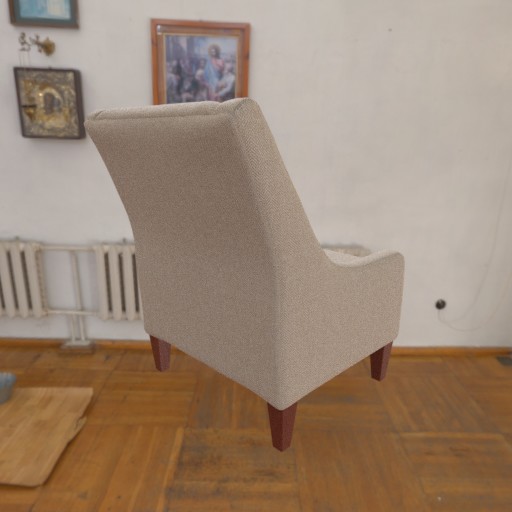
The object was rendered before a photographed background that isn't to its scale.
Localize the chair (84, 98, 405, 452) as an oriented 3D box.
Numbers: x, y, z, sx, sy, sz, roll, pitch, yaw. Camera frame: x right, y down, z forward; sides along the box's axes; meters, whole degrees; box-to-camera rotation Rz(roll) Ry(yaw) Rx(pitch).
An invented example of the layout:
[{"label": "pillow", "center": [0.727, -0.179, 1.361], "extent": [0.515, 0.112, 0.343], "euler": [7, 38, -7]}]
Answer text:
[{"label": "chair", "center": [0.000, 0.000, 1.615], "extent": [0.870, 1.014, 0.774], "euler": [-15, 21, -43]}]
